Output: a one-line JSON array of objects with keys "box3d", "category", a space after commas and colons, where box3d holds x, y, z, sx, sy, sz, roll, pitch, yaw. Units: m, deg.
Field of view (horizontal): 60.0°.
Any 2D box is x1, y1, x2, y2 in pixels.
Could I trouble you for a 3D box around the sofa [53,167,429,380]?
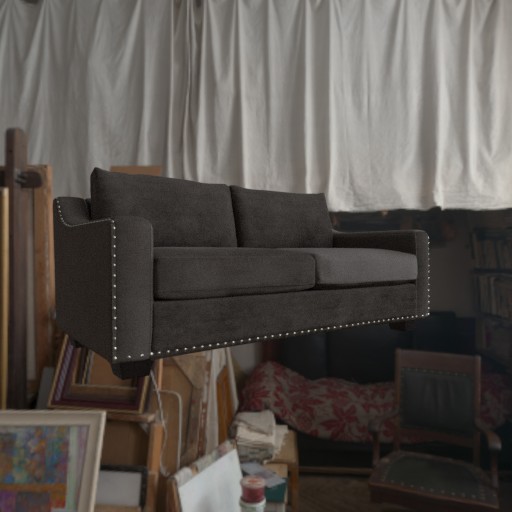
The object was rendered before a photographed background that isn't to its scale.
[{"box3d": [0.000, 0.000, 3.304, 2.550, 1.196, 1.336, 0, 1, -36], "category": "sofa"}]
